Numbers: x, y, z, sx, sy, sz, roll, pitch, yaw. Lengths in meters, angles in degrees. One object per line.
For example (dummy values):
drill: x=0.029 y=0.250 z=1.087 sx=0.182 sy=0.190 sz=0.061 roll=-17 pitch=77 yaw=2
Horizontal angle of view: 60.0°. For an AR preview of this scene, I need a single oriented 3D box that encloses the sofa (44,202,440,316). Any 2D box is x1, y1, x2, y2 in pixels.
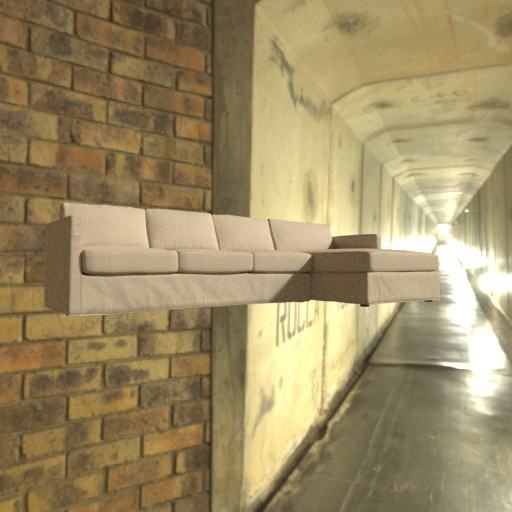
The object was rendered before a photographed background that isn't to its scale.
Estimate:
sofa: x=0.000 y=0.000 z=3.949 sx=3.206 sy=0.871 sz=1.622 roll=1 pitch=-2 yaw=-35
